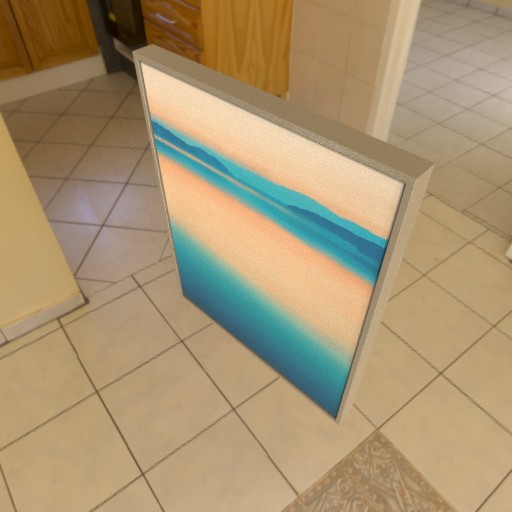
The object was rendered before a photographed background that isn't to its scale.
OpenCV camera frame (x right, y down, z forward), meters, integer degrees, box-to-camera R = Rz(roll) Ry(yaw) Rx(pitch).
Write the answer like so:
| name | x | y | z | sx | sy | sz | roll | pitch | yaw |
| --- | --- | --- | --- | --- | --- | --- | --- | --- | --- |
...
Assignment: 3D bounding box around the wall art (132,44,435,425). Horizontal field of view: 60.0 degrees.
| name | x | y | z | sx | sy | sz | roll | pitch | yaw |
| --- | --- | --- | --- | --- | --- | --- | --- | --- | --- |
| wall art | 0.000 | 0.000 | 0.737 | 0.453 | 0.554 | 0.037 | 34 | 55 | 28 |
